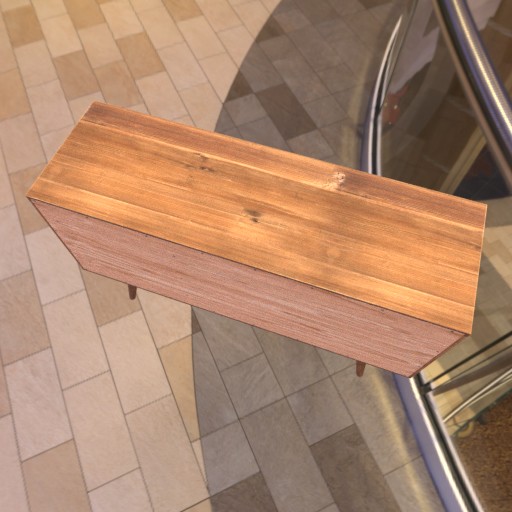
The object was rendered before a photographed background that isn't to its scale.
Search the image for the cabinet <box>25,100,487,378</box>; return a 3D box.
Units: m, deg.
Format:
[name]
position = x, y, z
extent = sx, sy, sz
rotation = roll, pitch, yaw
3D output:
[cabinet]
position = 0.000, 0.000, 1.766
extent = 1.400, 0.800, 0.472
rotation = 17, 63, 9
